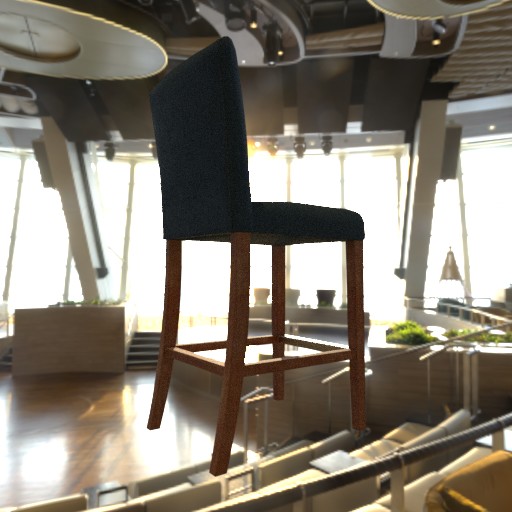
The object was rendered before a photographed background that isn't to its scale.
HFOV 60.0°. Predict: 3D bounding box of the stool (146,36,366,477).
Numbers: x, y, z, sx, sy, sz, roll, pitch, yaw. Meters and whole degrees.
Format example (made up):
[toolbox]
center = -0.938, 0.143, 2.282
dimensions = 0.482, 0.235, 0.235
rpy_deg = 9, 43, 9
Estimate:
[stool]
center = 0.000, 0.000, 1.413
dimensions = 0.574, 1.088, 0.454
rpy_deg = 1, -2, -37
